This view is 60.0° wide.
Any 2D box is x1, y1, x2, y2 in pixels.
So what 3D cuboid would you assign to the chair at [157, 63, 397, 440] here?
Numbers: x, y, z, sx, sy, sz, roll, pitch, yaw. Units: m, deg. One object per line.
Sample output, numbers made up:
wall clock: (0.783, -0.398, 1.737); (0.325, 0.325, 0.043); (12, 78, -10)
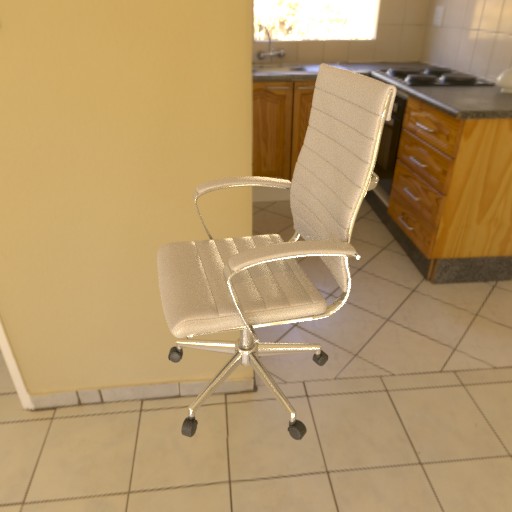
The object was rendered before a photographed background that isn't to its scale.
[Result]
chair: (0.000, 0.000, 1.516); (0.667, 1.149, 0.679); (-8, 31, -13)
